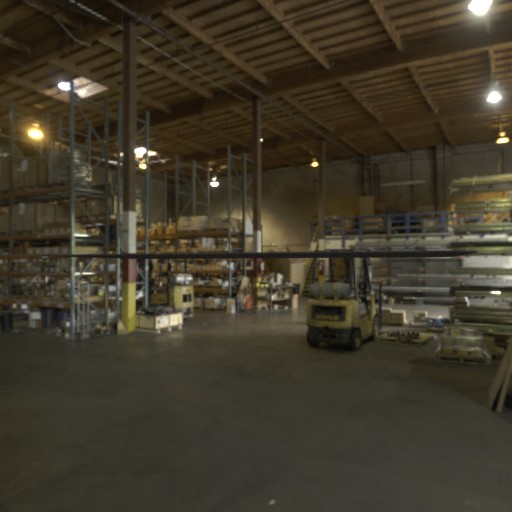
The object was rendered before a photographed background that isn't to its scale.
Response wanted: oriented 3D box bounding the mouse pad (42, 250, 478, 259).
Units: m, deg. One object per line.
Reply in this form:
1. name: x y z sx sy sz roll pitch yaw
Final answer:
1. mouse pad: 0.000 0.000 1.062 0.907 0.003 0.424 0 -1 18
